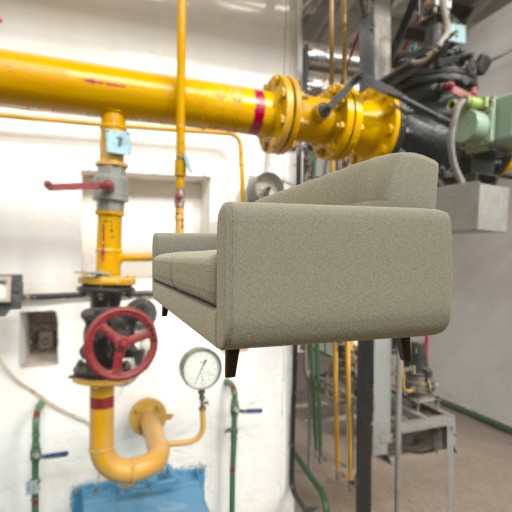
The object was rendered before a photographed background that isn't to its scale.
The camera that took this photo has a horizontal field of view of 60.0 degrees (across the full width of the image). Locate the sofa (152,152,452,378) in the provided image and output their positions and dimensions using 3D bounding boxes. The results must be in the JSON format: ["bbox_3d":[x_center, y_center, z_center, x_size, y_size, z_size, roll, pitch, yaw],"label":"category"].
[{"bbox_3d":[0.000,0.000,2.589,0.980,0.892,2.137,0,0,-19],"label":"sofa"}]
